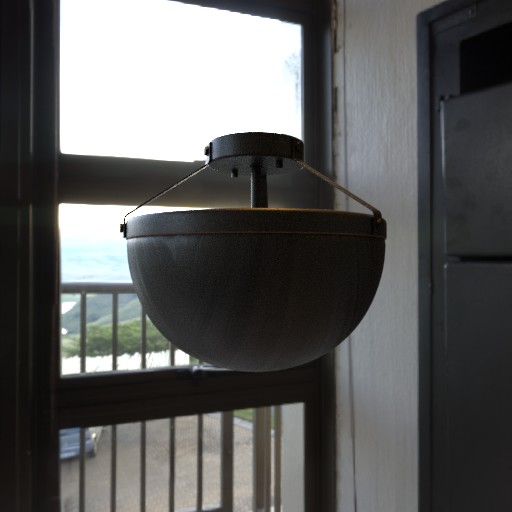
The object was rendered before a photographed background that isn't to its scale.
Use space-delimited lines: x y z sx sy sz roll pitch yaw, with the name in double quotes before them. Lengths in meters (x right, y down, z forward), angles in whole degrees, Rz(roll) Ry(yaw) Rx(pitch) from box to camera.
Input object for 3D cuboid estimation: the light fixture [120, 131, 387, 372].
"light fixture" 0.000 0.000 0.536 0.304 0.269 0.304 0 -1 0
